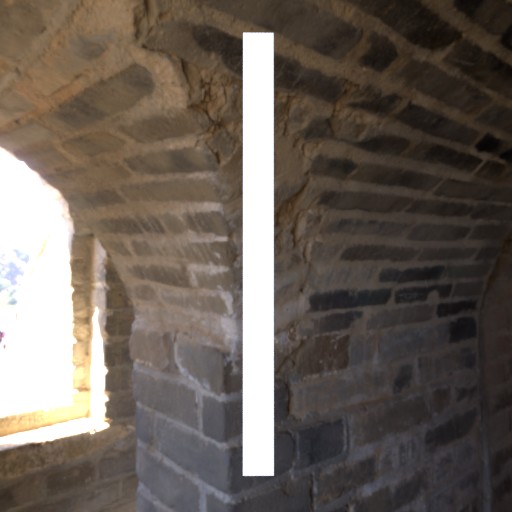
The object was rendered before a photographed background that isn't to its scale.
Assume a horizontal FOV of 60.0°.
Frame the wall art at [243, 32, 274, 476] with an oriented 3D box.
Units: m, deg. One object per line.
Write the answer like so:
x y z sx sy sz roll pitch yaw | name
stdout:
0.000 0.000 0.761 0.035 0.507 0.508 0 -1 -1 | wall art
